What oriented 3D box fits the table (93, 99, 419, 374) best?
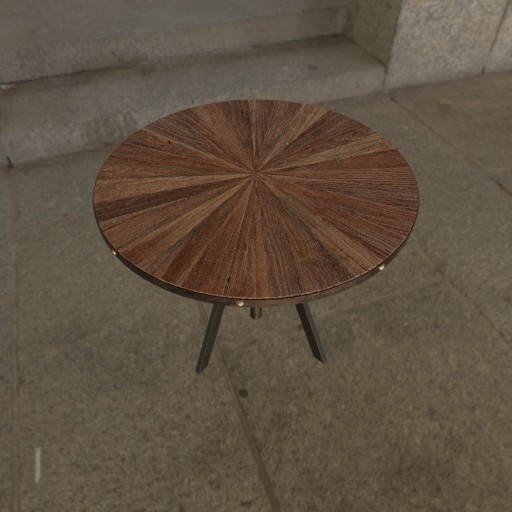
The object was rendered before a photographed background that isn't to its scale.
[{"bbox_3d":[0.000,0.000,1.473,0.885,0.658,0.885,0,46,0],"label":"table"}]
